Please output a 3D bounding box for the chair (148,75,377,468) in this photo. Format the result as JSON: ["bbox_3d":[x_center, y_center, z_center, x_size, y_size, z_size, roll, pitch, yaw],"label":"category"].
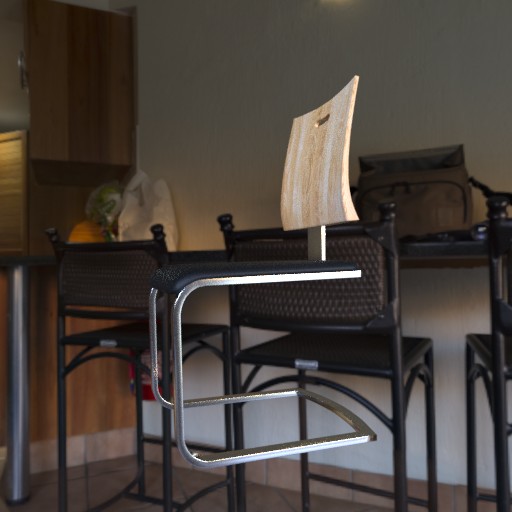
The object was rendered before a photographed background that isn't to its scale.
[{"bbox_3d":[0.000,0.000,1.250,0.560,0.936,0.462,0,-1,-20],"label":"chair"}]
